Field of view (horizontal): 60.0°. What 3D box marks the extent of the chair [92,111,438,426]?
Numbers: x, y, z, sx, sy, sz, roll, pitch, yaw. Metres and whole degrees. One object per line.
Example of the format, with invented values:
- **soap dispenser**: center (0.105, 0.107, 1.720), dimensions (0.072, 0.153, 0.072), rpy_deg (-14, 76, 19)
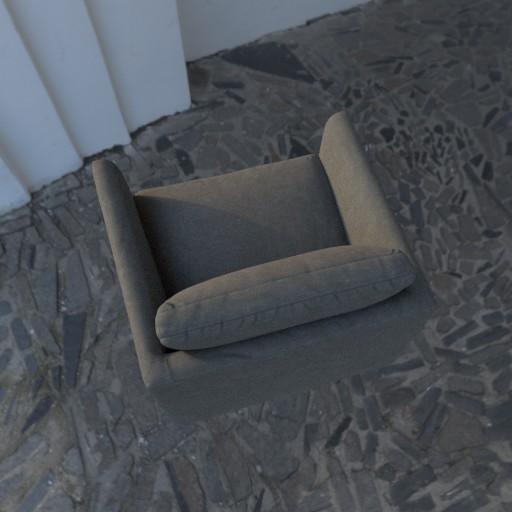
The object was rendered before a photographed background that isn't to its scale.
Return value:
- **chair**: center (0.000, 0.000, 1.950), dimensions (1.190, 0.845, 1.091), rpy_deg (-14, 59, -8)
